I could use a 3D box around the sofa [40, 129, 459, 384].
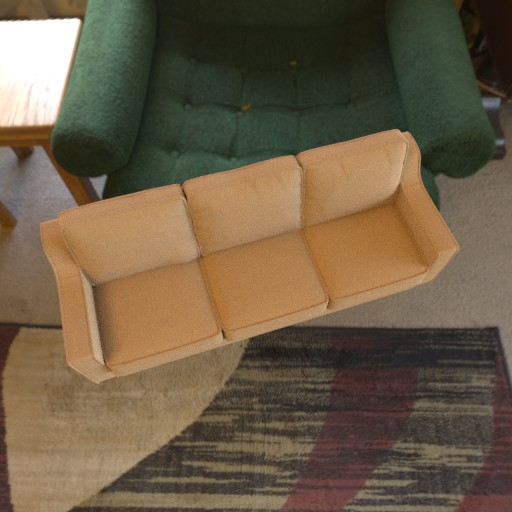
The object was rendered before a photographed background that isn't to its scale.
[{"bbox_3d":[0.000,0.000,2.544,2.131,0.902,0.791,-16,63,-8],"label":"sofa"}]
